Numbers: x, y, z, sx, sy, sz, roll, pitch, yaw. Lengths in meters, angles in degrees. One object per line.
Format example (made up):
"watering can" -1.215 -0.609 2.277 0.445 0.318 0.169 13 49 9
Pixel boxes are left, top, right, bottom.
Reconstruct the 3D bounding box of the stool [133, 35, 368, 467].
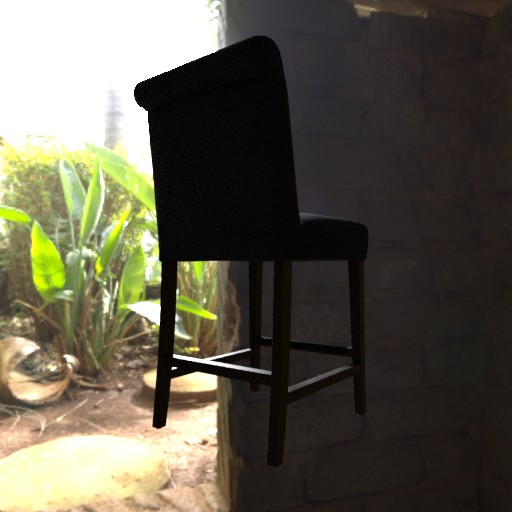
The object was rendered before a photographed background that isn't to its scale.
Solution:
"stool" 0.000 0.000 1.345 0.493 1.010 0.601 -1 -2 37
